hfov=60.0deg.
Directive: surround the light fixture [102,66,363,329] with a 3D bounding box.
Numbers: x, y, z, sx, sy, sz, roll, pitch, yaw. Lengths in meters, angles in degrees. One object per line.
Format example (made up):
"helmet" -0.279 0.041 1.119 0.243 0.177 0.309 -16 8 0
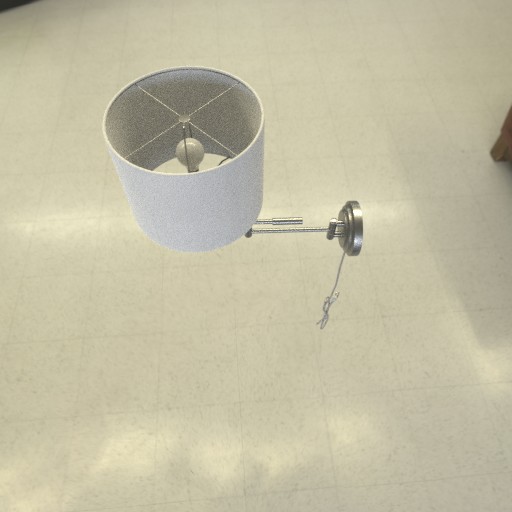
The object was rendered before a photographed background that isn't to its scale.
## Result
"light fixture" 0.000 0.000 1.052 0.479 0.842 0.253 -2 58 -1
